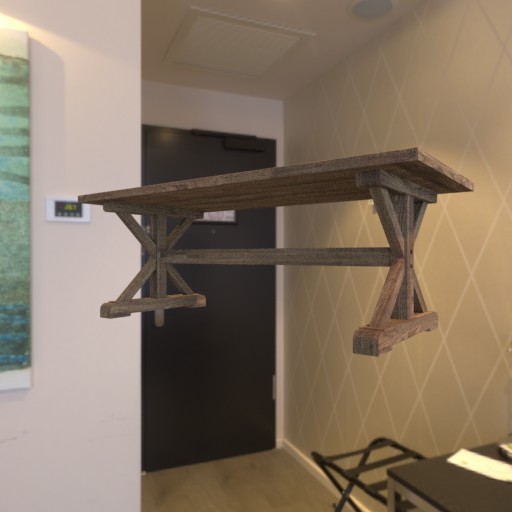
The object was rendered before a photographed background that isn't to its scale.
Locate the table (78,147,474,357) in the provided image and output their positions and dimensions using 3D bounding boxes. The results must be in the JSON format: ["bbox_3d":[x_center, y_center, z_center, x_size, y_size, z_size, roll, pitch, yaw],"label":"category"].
[{"bbox_3d":[0.000,0.000,2.453,2.031,0.733,0.907,0,0,37],"label":"table"}]
